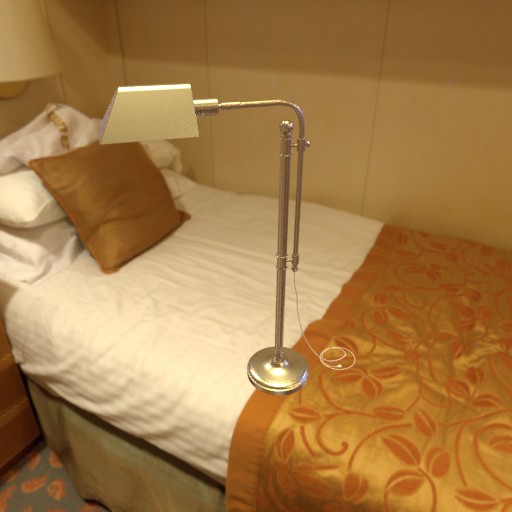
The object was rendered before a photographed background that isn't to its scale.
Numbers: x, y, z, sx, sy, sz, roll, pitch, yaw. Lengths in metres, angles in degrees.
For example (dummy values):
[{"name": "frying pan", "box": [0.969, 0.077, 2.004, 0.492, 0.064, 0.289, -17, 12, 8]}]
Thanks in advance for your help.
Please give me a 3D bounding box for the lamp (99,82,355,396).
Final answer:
[{"name": "lamp", "box": [0.000, 0.000, 0.946, 0.546, 0.708, 0.159, -8, 31, -14]}]
